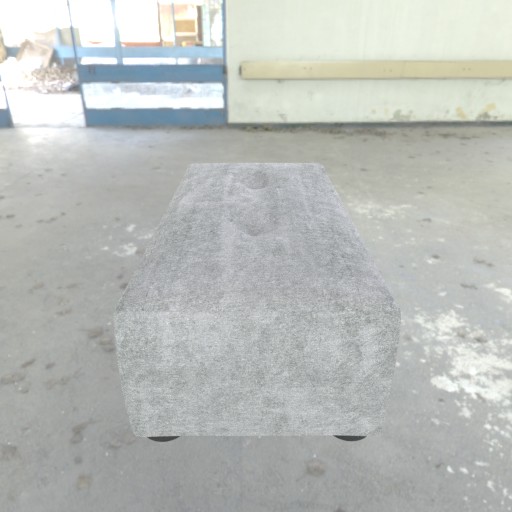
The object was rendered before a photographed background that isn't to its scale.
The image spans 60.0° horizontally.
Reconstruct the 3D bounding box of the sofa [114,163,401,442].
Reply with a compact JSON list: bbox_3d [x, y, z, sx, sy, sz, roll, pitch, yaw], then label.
[{"bbox_3d":[0.000,0.000,1.160,0.480,0.330,0.930,0,26,0],"label":"sofa"}]
